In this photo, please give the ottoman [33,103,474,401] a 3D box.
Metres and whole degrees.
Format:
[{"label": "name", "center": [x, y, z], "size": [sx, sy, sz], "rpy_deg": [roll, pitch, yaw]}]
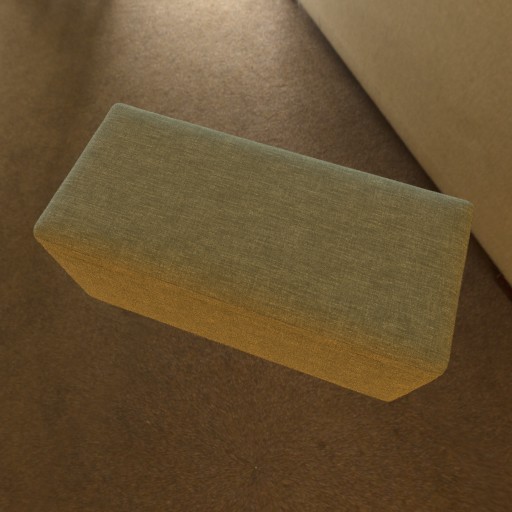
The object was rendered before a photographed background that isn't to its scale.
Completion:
[{"label": "ottoman", "center": [0.000, 0.000, 1.122], "size": [0.902, 0.432, 0.419], "rpy_deg": [18, 66, 8]}]
